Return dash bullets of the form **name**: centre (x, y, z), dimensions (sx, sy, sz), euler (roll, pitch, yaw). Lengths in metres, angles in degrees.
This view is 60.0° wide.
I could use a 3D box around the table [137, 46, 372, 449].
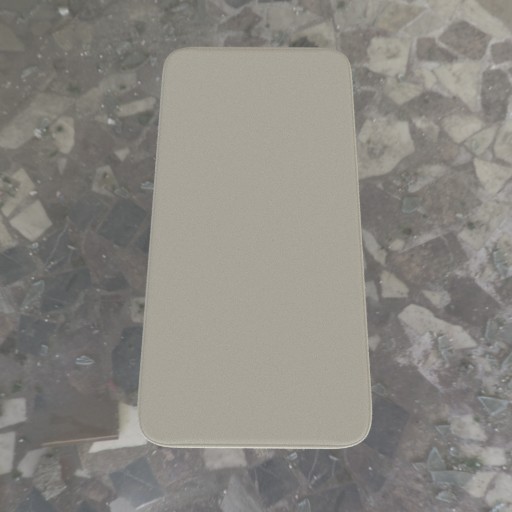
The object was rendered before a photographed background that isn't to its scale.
- **table**: centre (0.000, 0.000, 1.641), dimensions (0.610, 0.737, 1.219), euler (0, 74, 0)
